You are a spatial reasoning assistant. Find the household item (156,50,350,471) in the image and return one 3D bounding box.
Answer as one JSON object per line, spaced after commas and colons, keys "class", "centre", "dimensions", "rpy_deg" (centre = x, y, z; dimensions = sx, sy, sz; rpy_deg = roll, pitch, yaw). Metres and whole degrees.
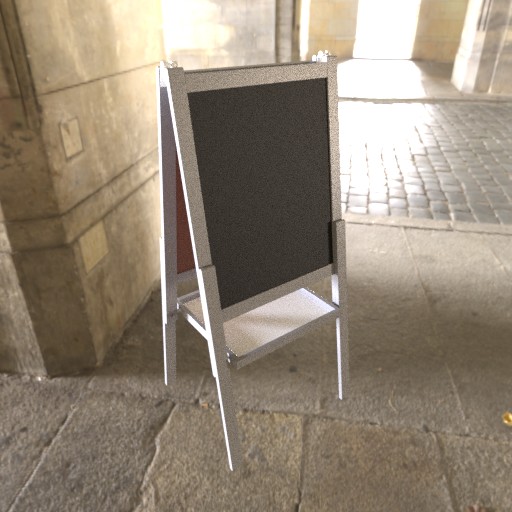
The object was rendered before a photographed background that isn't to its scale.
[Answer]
{"class": "household item", "centre": [0.000, 0.000, 1.416], "dimensions": [0.531, 1.172, 0.469], "rpy_deg": [-20, 35, -31]}
